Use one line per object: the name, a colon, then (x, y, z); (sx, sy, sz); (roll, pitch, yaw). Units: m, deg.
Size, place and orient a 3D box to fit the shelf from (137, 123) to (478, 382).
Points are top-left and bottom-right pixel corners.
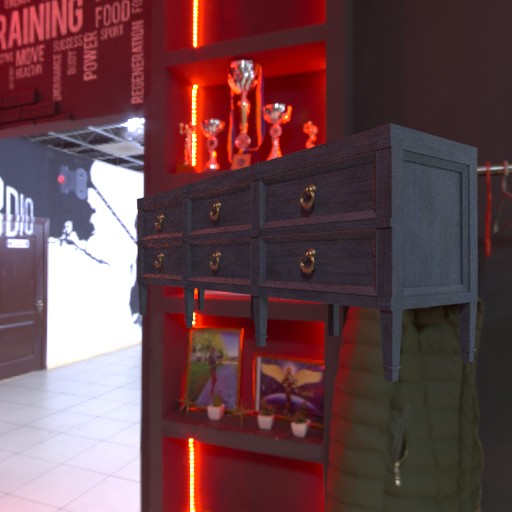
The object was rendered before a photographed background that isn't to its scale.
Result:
shelf: (0.000, 0.000, 2.106); (0.471, 0.715, 1.878); (0, -1, -36)
